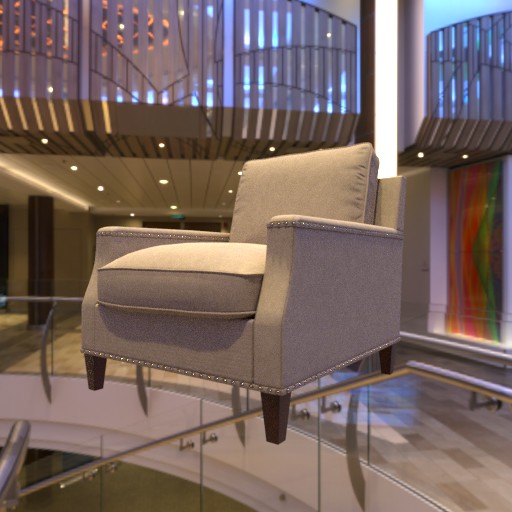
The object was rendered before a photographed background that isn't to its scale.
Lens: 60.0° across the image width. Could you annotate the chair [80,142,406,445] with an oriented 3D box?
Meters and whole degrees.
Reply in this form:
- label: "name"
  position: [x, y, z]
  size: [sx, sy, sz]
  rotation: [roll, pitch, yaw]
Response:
- label: "chair"
  position: [0.000, 0.000, 1.705]
  size: [0.853, 0.943, 1.014]
  rotation: [0, 0, 36]
